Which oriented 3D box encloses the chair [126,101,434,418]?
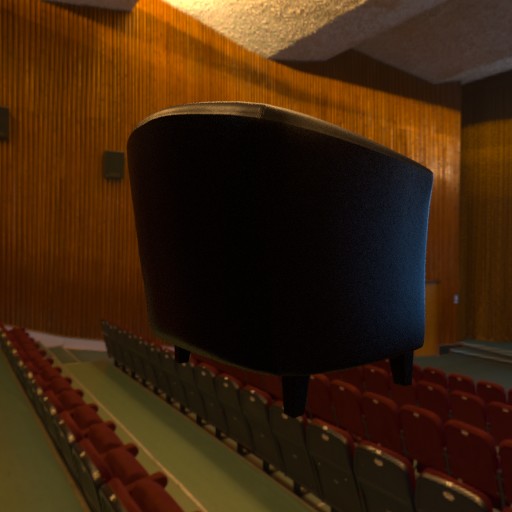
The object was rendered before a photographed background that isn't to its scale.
[{"bbox_3d":[0.000,0.000,1.374,0.727,0.756,0.793,-1,1,-35],"label":"chair"}]
